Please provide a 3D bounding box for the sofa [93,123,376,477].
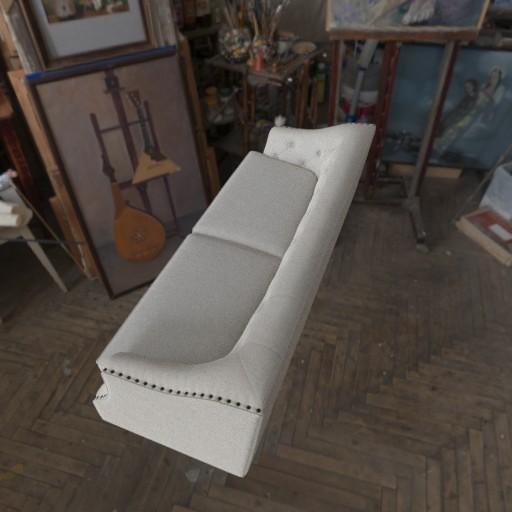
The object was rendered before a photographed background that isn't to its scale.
[{"bbox_3d":[0.000,0.000,2.714,0.914,0.901,2.235,16,47,15],"label":"sofa"}]
